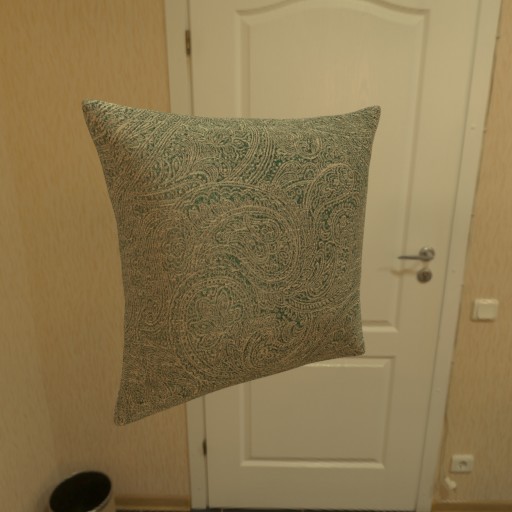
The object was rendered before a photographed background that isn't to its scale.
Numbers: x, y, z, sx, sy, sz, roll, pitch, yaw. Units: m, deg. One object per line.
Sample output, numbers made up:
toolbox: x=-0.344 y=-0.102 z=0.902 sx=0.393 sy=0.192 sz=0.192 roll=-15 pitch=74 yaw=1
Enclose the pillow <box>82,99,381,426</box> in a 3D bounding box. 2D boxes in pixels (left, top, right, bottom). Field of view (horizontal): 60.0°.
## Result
pillow: x=0.000 y=0.000 z=0.773 sx=0.526 sy=0.507 sz=0.166 roll=-9 pitch=19 yaw=-27
